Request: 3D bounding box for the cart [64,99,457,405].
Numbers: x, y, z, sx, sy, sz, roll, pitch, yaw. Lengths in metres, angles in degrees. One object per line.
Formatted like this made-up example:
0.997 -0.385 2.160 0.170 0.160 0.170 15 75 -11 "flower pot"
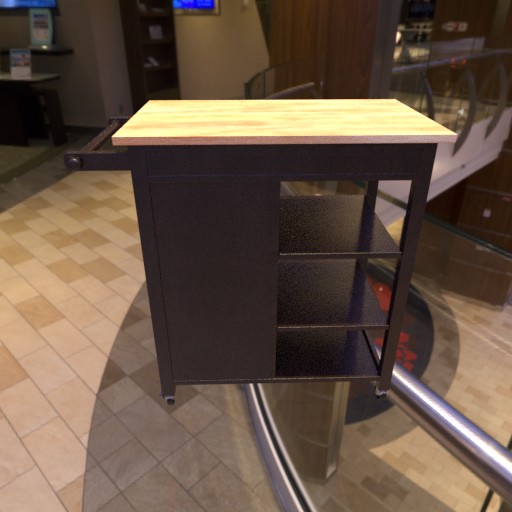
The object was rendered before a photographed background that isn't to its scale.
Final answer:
0.000 0.000 1.422 0.914 0.878 0.472 -1 29 -1 "cart"
